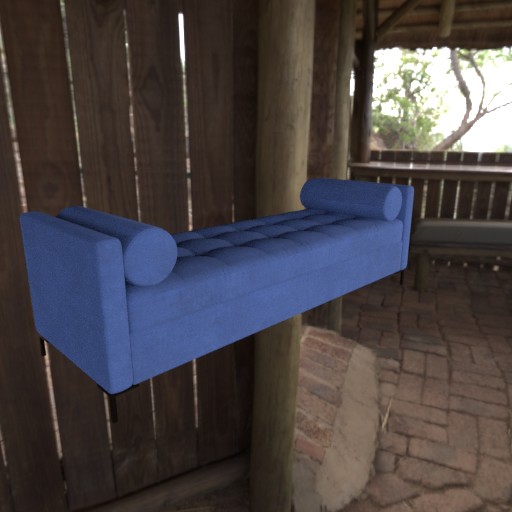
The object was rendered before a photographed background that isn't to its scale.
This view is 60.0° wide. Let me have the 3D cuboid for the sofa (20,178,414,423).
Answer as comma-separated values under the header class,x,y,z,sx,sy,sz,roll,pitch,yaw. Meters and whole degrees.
class,x,y,z,sx,sy,sz,roll,pitch,yaw
sofa,0.000,0.000,2.274,1.981,0.635,0.686,-15,22,-42
